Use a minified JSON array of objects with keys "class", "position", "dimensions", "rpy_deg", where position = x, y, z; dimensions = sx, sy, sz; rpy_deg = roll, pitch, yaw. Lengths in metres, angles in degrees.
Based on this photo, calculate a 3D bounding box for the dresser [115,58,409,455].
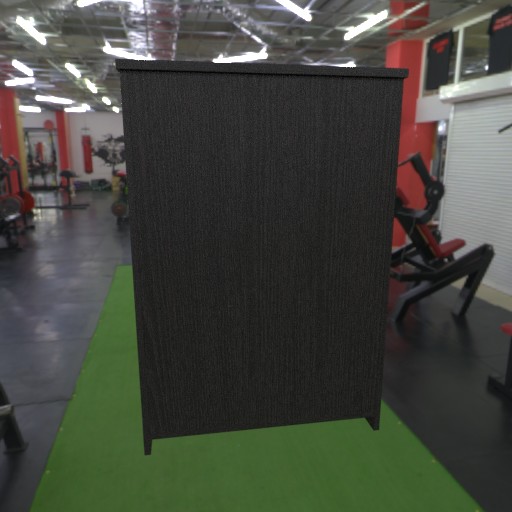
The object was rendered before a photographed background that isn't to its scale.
[{"class":"dresser","position":[0.000,0.000,1.349],"dimensions":[0.704,1.020,0.399],"rpy_deg":[-2,13,-9]}]
